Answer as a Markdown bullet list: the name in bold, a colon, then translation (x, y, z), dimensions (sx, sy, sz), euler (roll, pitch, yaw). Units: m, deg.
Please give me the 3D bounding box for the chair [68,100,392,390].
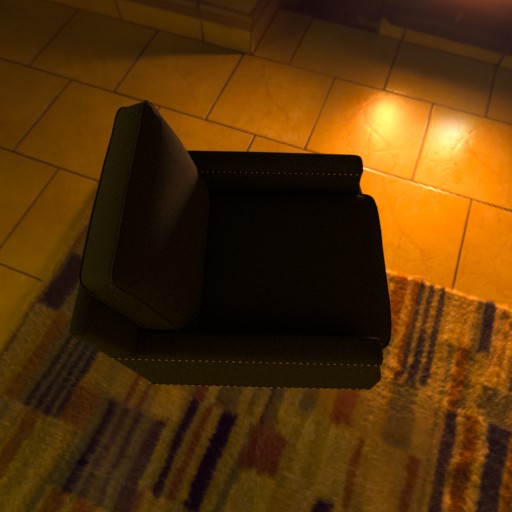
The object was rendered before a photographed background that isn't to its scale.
- **chair**: translation (0.000, 0.000, 1.685), dimensions (1.014, 0.943, 0.853), euler (1, 63, 1)
